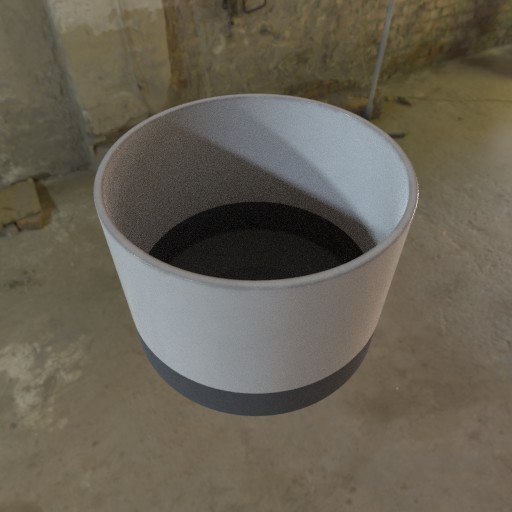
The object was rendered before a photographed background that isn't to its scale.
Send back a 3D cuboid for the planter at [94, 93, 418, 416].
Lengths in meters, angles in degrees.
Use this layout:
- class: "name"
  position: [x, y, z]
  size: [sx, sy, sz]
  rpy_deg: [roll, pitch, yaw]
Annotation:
- class: "planter"
  position: [0.000, 0.000, 0.218]
  size: [0.128, 0.105, 0.128]
  rpy_deg: [0, 46, 0]
